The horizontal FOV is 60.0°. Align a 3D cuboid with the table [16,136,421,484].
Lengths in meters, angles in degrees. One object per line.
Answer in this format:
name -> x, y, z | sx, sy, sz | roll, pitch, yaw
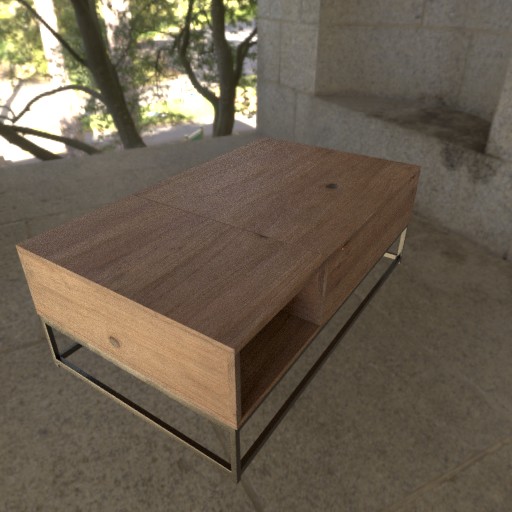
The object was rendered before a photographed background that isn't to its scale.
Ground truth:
table -> 0.000, 0.000, 1.400 | 0.655, 0.395, 1.101 | 19, 36, 28
